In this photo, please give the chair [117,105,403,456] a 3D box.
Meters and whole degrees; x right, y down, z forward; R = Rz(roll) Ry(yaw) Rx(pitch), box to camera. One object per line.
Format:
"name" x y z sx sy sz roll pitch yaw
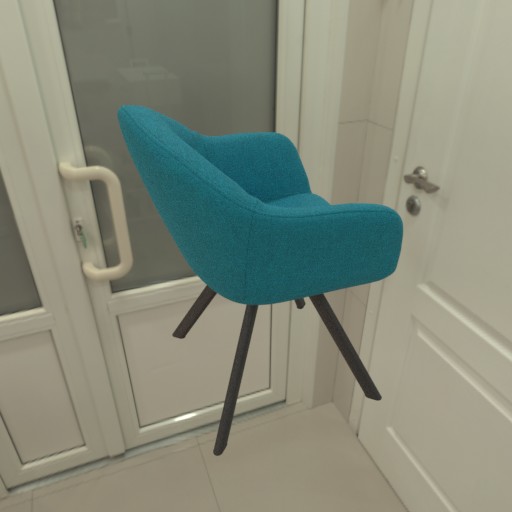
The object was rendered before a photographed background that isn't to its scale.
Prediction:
"chair" 0.000 0.000 1.123 0.565 0.775 0.545 -11 33 -18
